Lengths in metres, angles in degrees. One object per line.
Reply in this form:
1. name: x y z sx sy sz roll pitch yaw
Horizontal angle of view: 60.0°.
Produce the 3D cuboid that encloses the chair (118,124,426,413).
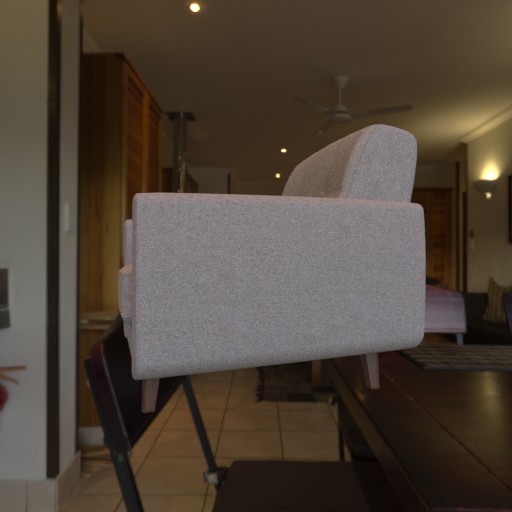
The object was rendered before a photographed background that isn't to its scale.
1. chair: 0.000 0.000 1.543 0.907 0.839 0.831 0 -1 -18
